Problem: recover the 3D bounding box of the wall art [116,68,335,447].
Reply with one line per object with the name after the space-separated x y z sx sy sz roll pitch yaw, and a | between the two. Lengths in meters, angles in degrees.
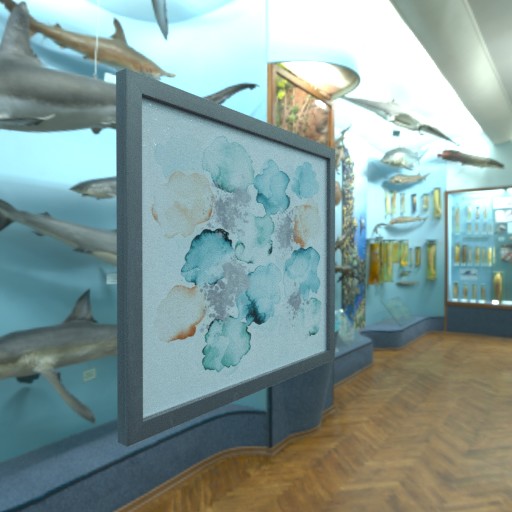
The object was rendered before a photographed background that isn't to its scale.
0.000 0.000 0.922 0.026 0.558 0.660 1 1 37 | wall art
